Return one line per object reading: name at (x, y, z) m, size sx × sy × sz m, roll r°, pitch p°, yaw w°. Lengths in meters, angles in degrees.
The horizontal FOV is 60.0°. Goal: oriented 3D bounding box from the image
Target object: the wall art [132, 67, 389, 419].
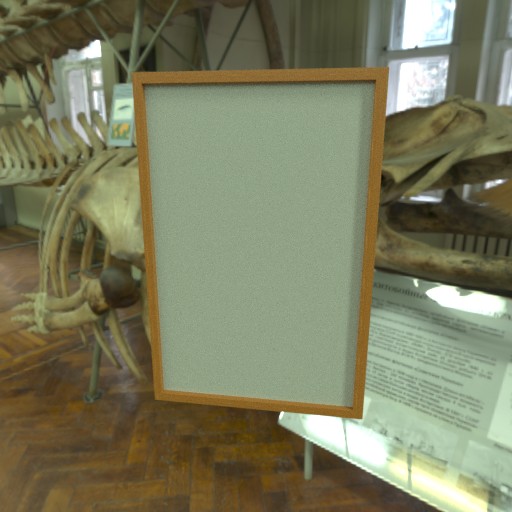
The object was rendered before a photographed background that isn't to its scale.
wall art at (0.000, 0.000, 0.782) m, size 0.405 × 0.608 × 0.025 m, roll 2°, pitch 16°, yaw 9°
